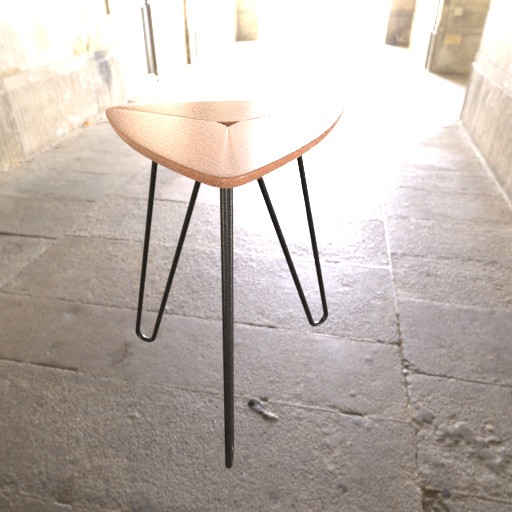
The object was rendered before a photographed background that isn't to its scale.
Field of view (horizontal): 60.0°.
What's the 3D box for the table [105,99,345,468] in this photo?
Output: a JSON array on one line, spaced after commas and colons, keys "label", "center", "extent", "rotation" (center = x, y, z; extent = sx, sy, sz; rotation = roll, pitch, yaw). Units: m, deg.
[{"label": "table", "center": [0.000, 0.000, 0.914], "extent": [0.455, 0.564, 0.442], "rotation": [-20, 37, -29]}]
